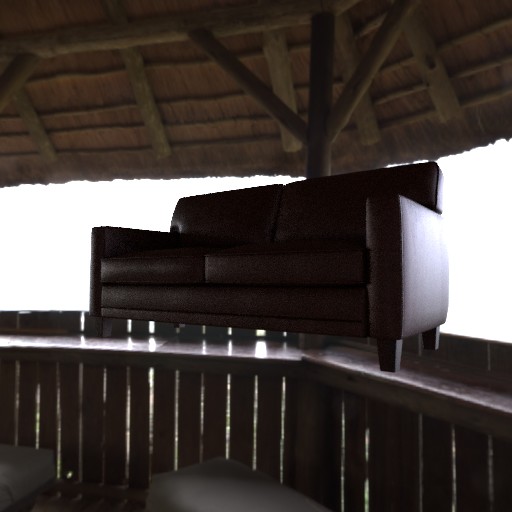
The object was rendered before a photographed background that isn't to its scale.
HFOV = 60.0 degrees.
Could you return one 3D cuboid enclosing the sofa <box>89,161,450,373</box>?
[{"bbox_3d":[0.000,0.000,2.427,1.876,0.928,0.912,-2,-4,35],"label":"sofa"}]
